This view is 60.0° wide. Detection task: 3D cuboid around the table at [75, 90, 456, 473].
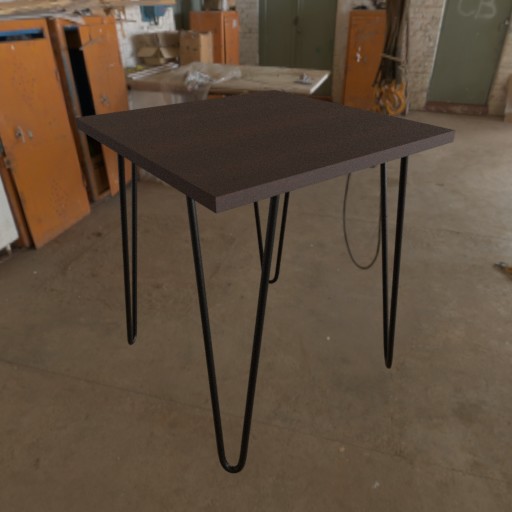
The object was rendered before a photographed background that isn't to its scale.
[{"bbox_3d":[0.000,0.000,0.950,0.495,0.559,0.495,-21,36,-32],"label":"table"}]
